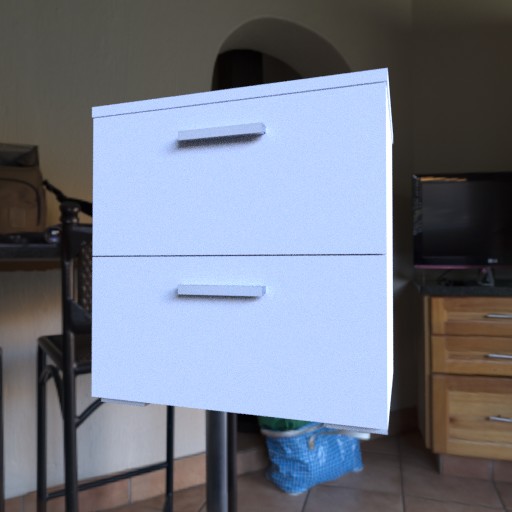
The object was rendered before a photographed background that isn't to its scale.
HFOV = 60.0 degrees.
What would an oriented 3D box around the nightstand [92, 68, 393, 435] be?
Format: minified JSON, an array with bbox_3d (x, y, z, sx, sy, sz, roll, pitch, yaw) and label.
[{"bbox_3d":[0.000,0.000,0.755,0.441,0.460,0.325,0,-1,18],"label":"nightstand"}]
